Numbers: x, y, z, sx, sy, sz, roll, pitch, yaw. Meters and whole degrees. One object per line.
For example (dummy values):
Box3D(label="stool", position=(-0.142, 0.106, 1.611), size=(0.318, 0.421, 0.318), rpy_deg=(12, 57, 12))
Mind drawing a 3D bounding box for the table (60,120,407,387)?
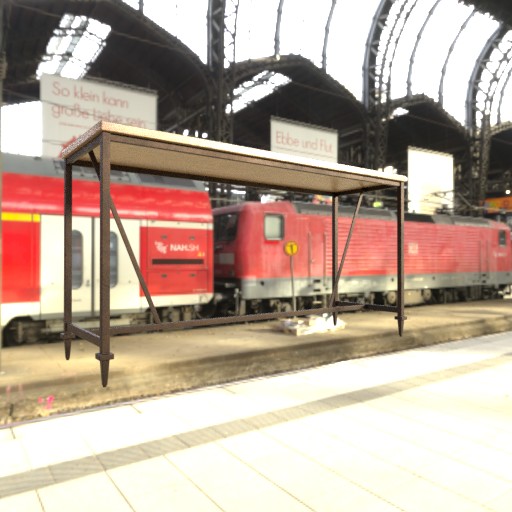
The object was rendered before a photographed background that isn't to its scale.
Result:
Box3D(label="table", position=(0.000, 0.000, 2.205), size=(1.700, 0.902, 0.551), rpy_deg=(0, 0, -36))
